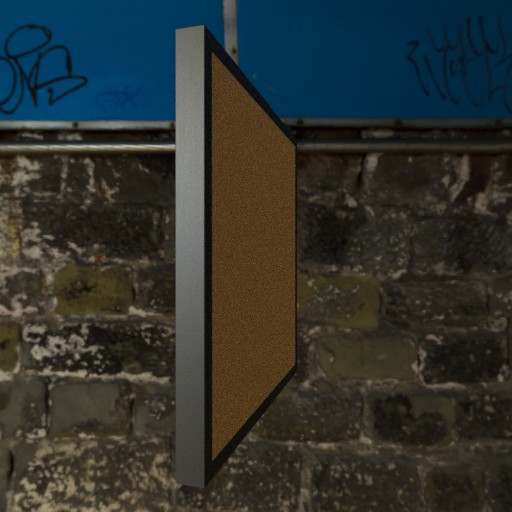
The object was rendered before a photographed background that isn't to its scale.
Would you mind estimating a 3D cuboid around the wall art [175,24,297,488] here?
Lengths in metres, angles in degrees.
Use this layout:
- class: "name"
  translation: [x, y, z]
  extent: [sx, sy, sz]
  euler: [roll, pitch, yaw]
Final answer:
- class: "wall art"
  translation: [0.000, 0.000, 0.732]
  extent: [0.036, 0.508, 0.508]
  euler: [0, 0, 17]
